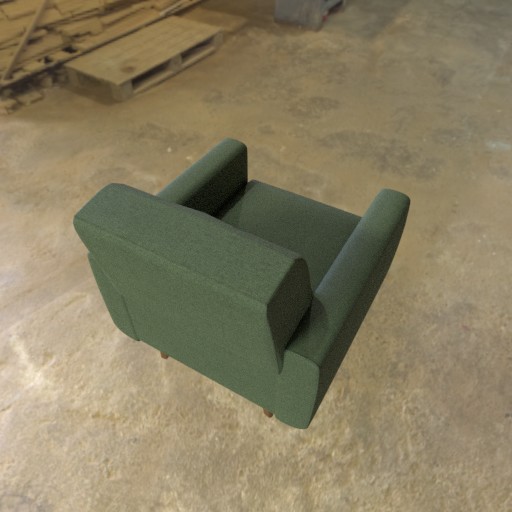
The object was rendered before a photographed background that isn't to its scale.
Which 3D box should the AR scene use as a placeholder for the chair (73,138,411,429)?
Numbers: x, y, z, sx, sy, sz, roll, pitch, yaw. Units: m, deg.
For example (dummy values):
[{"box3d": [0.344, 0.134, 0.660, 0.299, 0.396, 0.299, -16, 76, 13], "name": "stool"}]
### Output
[{"box3d": [0.000, 0.000, 1.586, 0.831, 0.841, 0.909, 23, 50, 20], "name": "chair"}]
